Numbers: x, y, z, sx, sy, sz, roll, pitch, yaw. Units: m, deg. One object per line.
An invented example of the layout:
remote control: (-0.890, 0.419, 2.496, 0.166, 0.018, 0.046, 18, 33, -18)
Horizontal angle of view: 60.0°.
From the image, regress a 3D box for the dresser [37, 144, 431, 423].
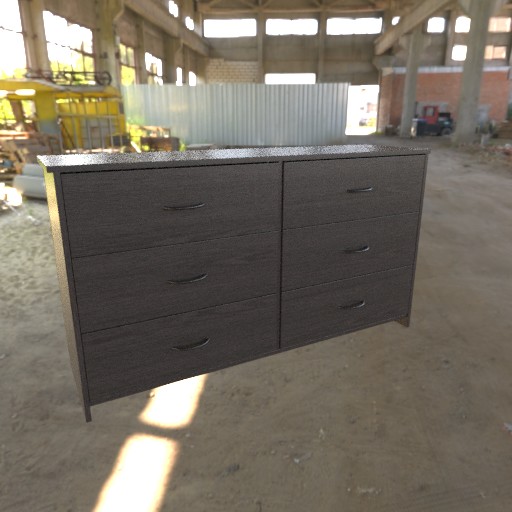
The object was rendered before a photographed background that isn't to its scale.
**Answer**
dresser: (0.000, 0.000, 1.654, 1.360, 0.755, 0.401, -9, 19, -27)
